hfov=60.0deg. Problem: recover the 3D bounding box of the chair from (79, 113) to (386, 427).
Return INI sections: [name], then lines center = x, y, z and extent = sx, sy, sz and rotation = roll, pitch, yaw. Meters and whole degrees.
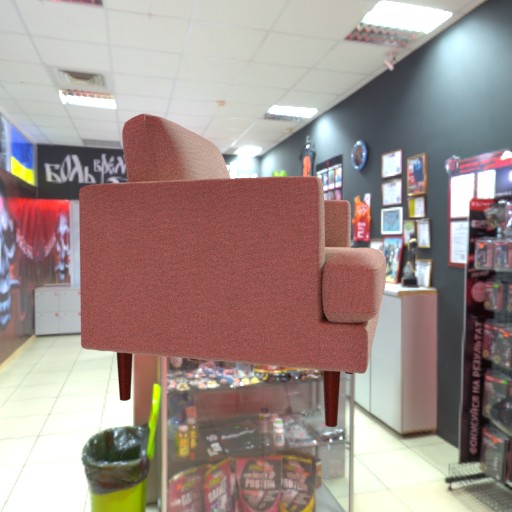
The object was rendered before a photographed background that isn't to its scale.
[chair]
center = 0.000, 0.000, 1.621
extent = 0.899, 0.957, 0.858
rotation = 1, 2, 18
